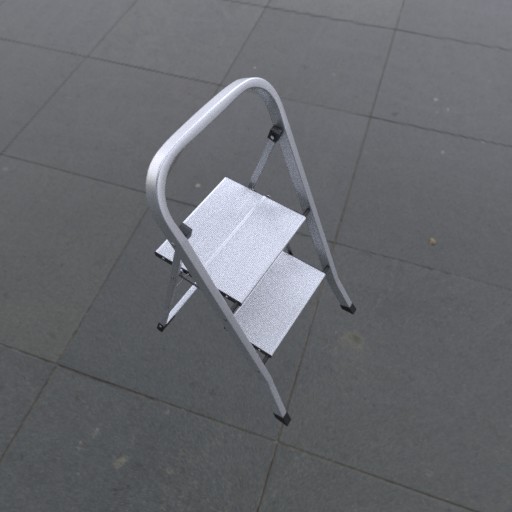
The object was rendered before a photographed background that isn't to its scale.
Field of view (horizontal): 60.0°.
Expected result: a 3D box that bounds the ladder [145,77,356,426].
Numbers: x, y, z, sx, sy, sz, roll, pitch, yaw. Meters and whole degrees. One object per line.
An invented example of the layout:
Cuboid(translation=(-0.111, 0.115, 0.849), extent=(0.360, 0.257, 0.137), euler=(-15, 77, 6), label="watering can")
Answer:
Cuboid(translation=(0.000, 0.000, 1.164), extent=(0.530, 0.830, 0.465), euler=(29, 62, 17), label="ladder")
